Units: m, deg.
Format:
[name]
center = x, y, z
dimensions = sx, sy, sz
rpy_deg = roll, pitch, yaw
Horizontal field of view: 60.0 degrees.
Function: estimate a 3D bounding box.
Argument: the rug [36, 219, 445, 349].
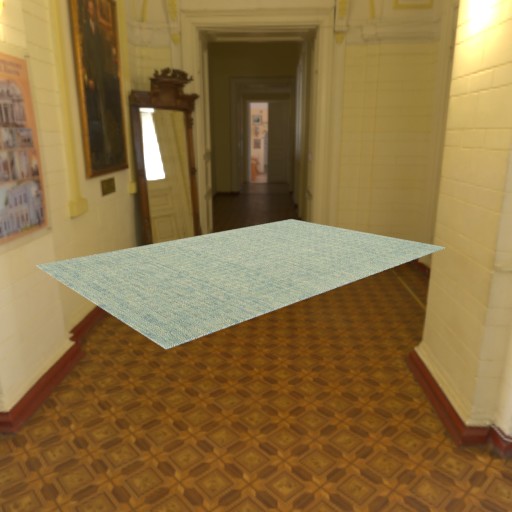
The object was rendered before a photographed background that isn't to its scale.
[rug]
center = 0.000, 0.000, 2.248
dimensions = 1.752, 0.006, 1.142
rpy_deg = -14, 20, -41
